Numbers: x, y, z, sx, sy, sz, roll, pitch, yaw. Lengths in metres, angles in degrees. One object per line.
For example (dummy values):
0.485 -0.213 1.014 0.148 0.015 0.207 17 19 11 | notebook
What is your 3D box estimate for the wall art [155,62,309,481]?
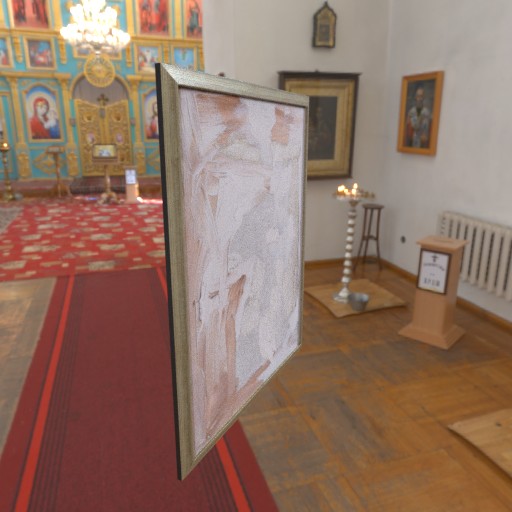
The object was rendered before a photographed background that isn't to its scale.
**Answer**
0.000 0.000 0.909 0.018 0.660 0.559 8 17 26 | wall art
